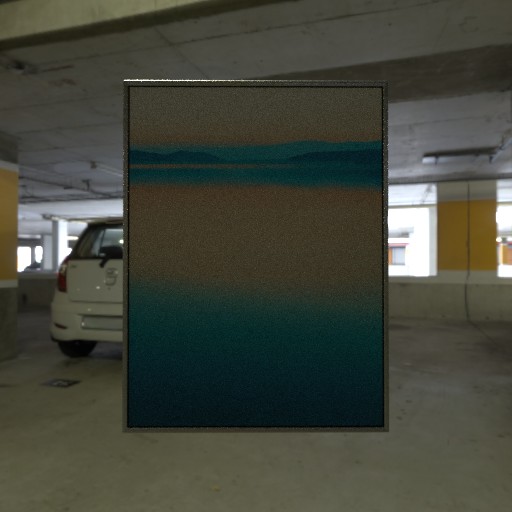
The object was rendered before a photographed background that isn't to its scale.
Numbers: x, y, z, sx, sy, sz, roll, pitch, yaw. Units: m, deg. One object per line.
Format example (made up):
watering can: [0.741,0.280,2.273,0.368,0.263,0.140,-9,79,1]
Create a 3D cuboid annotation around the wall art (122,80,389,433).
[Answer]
wall art: [0.000,0.000,1.353,0.801,1.062,0.037,0,-1,0]
